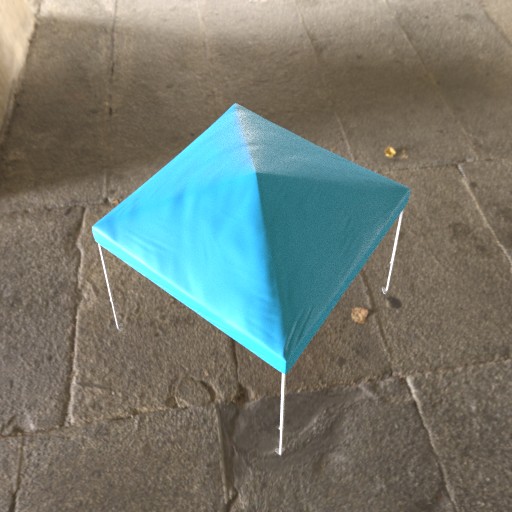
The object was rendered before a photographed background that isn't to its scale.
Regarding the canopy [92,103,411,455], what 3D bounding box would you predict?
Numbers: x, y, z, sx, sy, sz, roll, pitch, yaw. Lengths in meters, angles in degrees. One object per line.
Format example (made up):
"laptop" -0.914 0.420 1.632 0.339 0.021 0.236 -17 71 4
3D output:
"canopy" 0.000 0.000 5.307 2.848 2.849 2.849 32 63 19
